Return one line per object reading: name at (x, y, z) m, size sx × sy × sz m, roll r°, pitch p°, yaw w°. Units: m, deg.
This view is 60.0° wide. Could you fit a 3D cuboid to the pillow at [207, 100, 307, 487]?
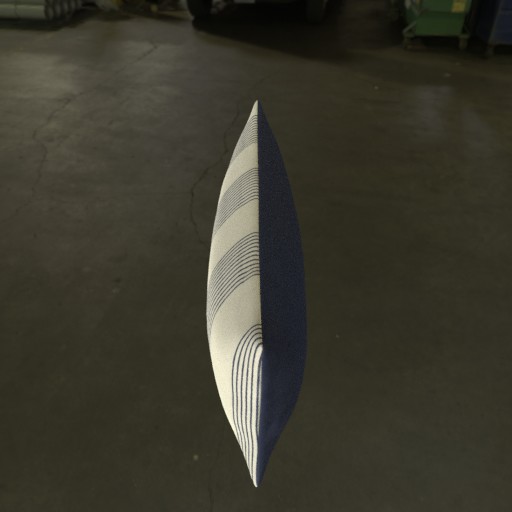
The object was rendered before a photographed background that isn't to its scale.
pillow at (0.000, 0.000, 0.722) m, size 0.151 × 0.287 × 0.610 m, roll 0°, pitch 40°, yaw 0°
